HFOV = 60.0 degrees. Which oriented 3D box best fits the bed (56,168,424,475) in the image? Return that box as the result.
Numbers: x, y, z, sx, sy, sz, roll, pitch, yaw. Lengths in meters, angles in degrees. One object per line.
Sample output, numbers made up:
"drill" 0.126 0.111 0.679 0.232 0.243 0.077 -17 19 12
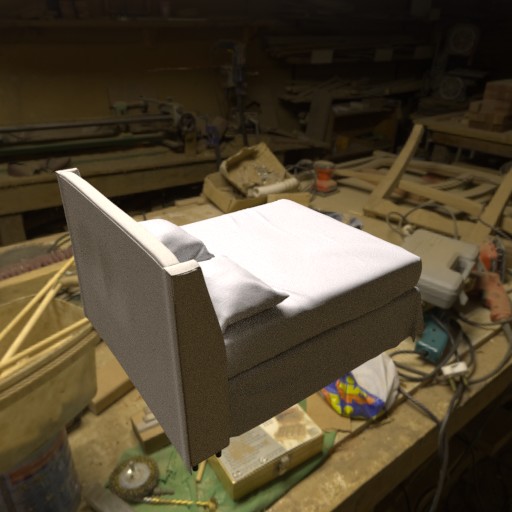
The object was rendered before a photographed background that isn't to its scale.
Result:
"bed" 0.000 0.000 3.430 2.276 1.332 1.925 -18 32 -31
